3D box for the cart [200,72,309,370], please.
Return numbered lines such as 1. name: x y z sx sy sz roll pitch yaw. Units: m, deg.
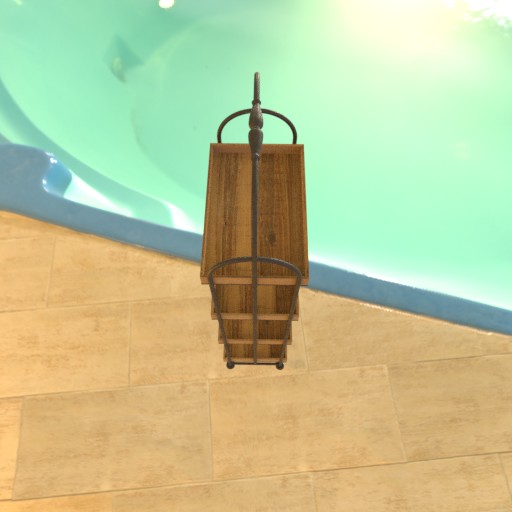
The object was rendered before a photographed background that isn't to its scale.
1. cart: 0.000 0.000 1.702 0.308 1.481 0.581 1 64 0
